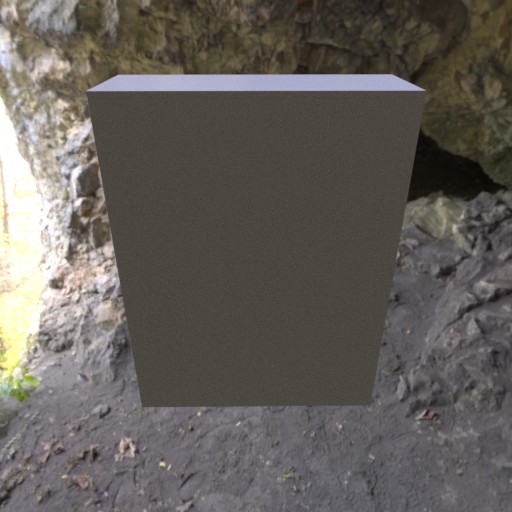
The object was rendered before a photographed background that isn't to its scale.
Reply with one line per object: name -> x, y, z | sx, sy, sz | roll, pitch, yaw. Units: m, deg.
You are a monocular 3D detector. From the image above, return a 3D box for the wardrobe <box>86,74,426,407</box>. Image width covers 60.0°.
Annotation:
wardrobe -> 0.000, 0.000, 1.620 | 0.900, 1.200, 0.360 | 0, 29, -1
